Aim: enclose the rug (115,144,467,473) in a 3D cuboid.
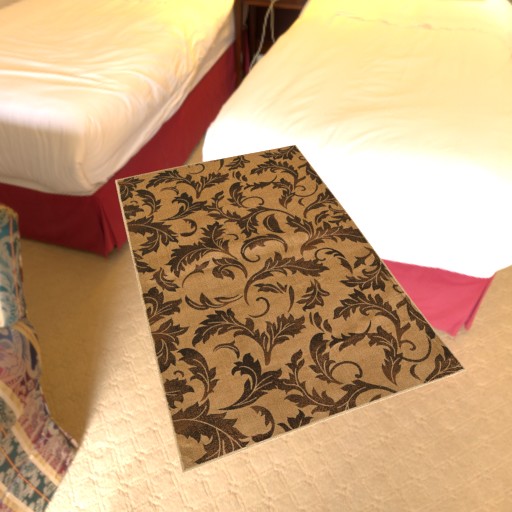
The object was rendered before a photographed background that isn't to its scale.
[{"bbox_3d":[0.000,0.000,2.873,1.522,0.008,2.284,-14,48,-13],"label":"rug"}]
